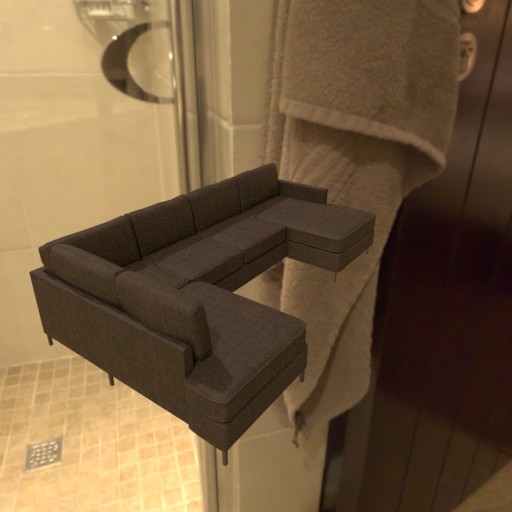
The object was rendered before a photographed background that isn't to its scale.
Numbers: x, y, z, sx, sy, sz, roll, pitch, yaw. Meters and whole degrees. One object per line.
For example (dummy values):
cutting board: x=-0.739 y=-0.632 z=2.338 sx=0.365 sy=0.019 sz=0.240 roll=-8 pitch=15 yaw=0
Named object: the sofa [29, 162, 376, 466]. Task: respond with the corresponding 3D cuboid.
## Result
sofa: x=0.000 y=0.000 z=4.295 sx=2.048 sy=0.999 sz=3.423 roll=18 pitch=31 yaw=32
